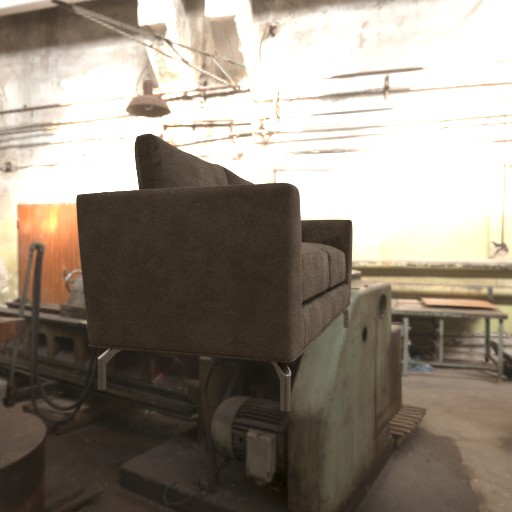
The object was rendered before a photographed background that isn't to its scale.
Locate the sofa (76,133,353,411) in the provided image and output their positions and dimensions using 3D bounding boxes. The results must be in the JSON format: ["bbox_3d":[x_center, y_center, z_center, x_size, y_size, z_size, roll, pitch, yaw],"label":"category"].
[{"bbox_3d":[0.000,0.000,2.400,0.855,1.013,1.832,0,1,18],"label":"sofa"}]
